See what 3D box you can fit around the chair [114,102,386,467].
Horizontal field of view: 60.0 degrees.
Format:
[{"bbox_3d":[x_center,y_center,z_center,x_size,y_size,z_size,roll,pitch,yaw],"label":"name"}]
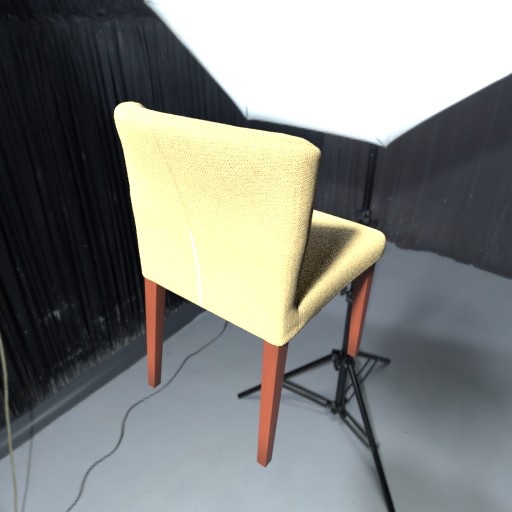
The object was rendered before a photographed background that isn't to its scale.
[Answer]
[{"bbox_3d":[0.000,0.000,1.168,0.491,0.839,0.589,22,38,32],"label":"chair"}]
